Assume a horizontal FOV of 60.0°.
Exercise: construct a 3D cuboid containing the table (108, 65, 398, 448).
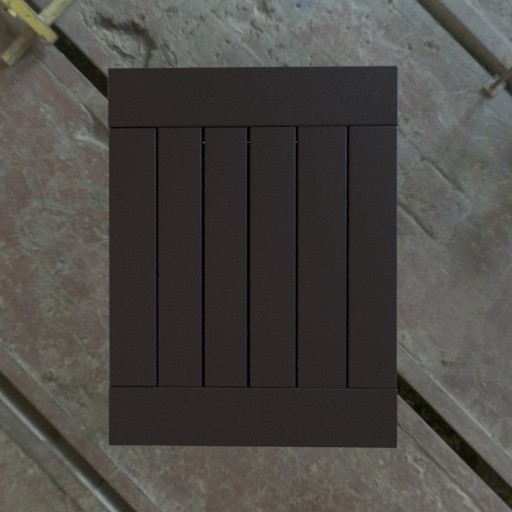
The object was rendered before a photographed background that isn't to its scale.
[{"bbox_3d":[0.000,0.000,1.003,0.460,0.605,0.602,0,90,1],"label":"table"}]
